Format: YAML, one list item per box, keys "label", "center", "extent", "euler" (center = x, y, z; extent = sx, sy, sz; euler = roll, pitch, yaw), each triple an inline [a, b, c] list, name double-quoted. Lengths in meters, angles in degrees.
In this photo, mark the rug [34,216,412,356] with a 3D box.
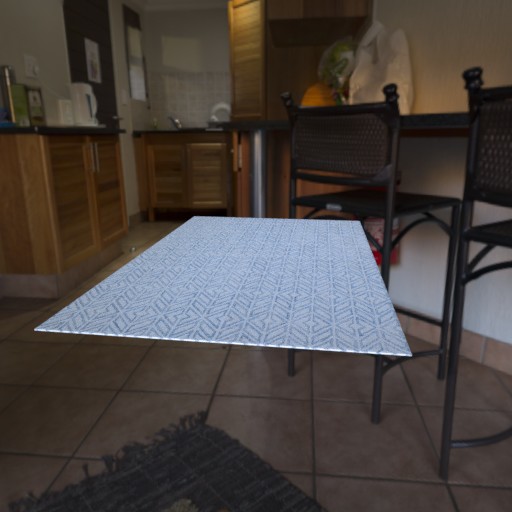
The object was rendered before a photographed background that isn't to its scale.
- label: "rug"
  center: [0.000, 0.000, 2.912]
  extent: [1.526, 0.008, 2.441]
  euler: [2, 17, 8]
